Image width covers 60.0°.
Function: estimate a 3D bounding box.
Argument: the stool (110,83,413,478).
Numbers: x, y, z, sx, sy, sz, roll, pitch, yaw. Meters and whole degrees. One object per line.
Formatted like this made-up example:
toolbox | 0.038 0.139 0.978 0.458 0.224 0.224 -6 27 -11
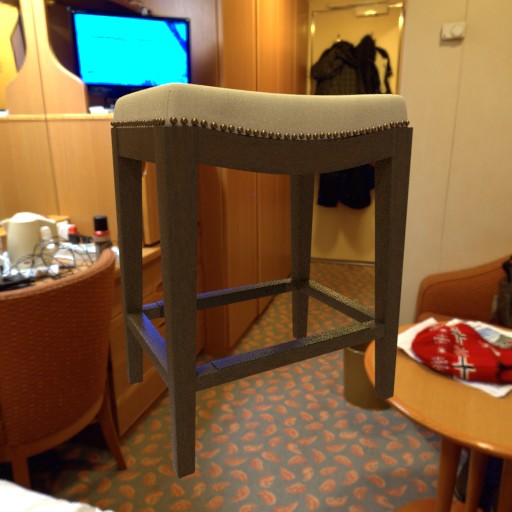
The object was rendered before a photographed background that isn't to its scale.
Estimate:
stool | 0.000 0.000 0.935 0.500 0.642 0.361 -9 18 -28
